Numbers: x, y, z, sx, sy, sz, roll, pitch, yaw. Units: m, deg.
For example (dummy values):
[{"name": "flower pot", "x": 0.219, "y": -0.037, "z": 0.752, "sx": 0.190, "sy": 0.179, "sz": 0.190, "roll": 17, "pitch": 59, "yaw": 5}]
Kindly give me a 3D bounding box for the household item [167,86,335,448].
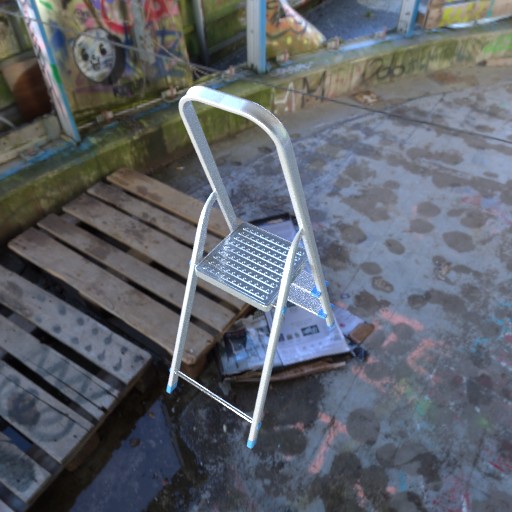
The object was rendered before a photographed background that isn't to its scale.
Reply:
[{"name": "household item", "x": 0.000, "y": 0.000, "z": 1.477, "sx": 0.420, "sy": 1.215, "sz": 0.687, "roll": 25, "pitch": 51, "yaw": 23}]
